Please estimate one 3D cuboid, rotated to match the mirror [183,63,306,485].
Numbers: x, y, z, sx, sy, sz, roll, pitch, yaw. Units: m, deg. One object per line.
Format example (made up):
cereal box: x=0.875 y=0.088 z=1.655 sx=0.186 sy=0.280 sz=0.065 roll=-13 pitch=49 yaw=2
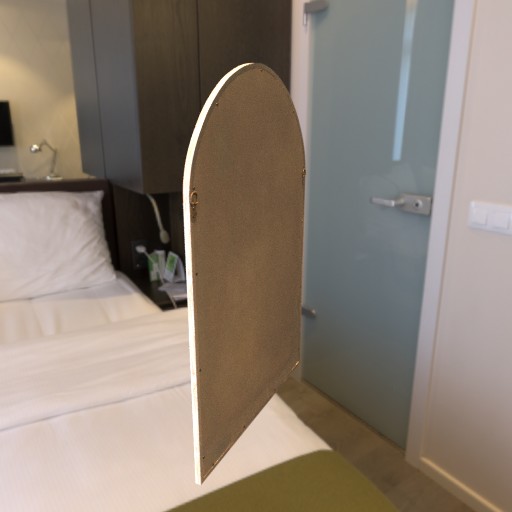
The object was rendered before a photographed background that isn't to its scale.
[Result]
mirror: x=0.000 y=0.000 z=1.141 sx=0.032 sy=0.915 sz=0.609 roll=8 pitch=18 yaw=26
